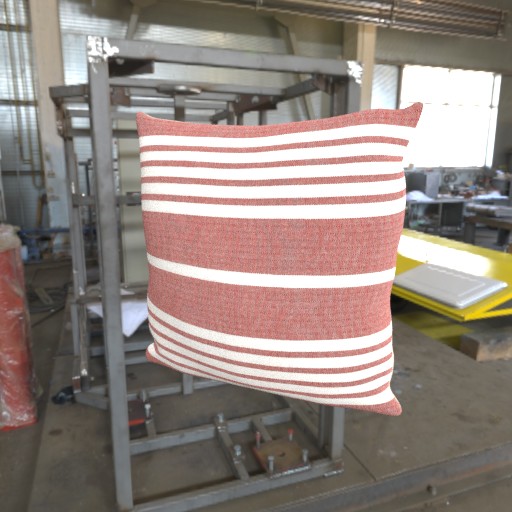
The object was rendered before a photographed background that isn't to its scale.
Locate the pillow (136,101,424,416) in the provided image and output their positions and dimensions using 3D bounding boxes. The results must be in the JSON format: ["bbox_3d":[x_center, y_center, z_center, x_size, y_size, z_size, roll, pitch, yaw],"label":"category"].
[{"bbox_3d":[0.000,0.000,0.657,0.439,0.427,0.182,6,13,24],"label":"pillow"}]
